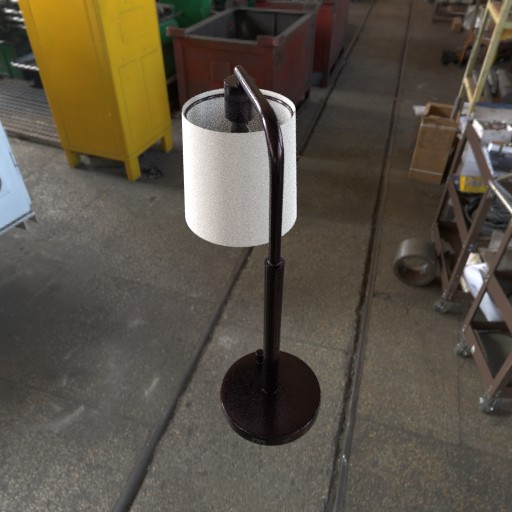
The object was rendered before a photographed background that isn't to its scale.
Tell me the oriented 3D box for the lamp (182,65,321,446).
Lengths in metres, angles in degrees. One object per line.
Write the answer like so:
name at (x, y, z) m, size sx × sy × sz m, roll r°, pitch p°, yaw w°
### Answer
lamp at (0.000, 0.000, 0.643) m, size 0.171 × 0.489 × 0.333 m, roll -11°, pitch 41°, yaw -13°
